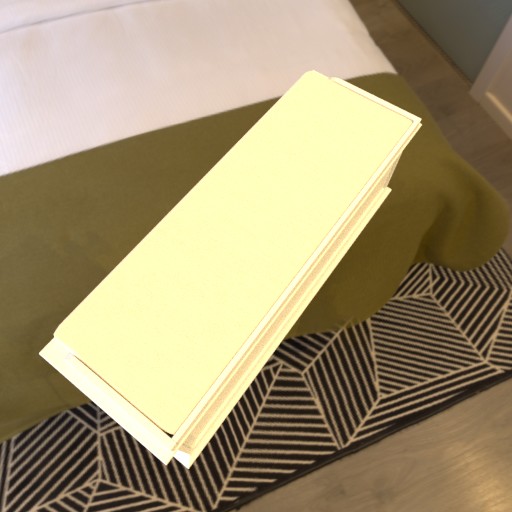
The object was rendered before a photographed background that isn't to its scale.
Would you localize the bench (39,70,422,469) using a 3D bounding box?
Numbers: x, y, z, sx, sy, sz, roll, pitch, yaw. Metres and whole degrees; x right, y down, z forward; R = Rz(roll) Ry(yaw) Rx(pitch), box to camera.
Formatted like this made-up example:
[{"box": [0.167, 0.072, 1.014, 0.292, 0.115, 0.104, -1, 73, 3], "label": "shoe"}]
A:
[{"box": [0.000, 0.000, 1.382, 0.402, 0.486, 1.185, 33, 68, 16], "label": "bench"}]
